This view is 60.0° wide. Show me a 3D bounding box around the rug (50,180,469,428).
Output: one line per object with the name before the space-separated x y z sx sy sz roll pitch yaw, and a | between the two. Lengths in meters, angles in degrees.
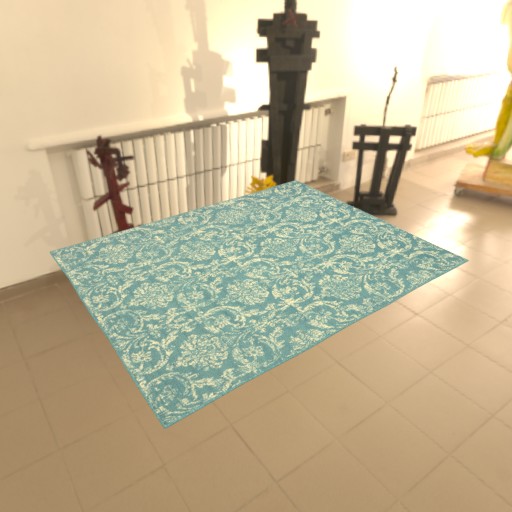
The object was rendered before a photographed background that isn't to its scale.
rug | 0.000 0.000 4.012 2.980 0.012 2.363 -21 37 -30
